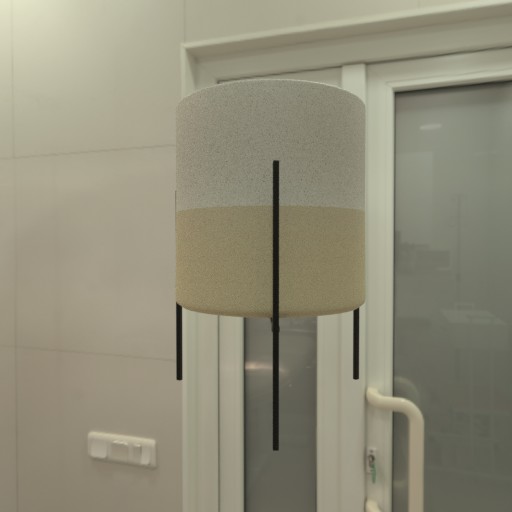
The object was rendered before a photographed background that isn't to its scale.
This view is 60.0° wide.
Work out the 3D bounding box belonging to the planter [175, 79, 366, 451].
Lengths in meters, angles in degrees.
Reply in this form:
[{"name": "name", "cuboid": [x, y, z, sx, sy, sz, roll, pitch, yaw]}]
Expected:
[{"name": "planter", "cuboid": [0.000, 0.000, 0.557, 0.267, 0.362, 0.263, 0, 1, 17]}]
